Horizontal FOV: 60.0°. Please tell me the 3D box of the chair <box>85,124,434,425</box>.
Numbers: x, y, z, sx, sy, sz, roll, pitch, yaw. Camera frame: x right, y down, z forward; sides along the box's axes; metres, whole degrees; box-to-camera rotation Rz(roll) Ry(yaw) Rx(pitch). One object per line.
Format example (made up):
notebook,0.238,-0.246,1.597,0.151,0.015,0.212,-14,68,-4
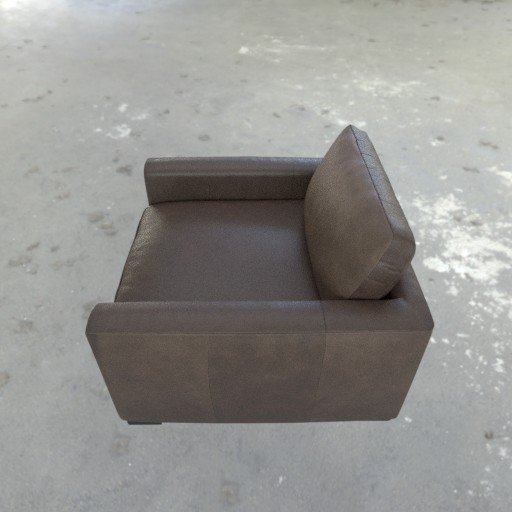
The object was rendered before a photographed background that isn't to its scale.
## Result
chair,0.000,0.000,1.807,1.069,0.812,1.100,0,41,0
